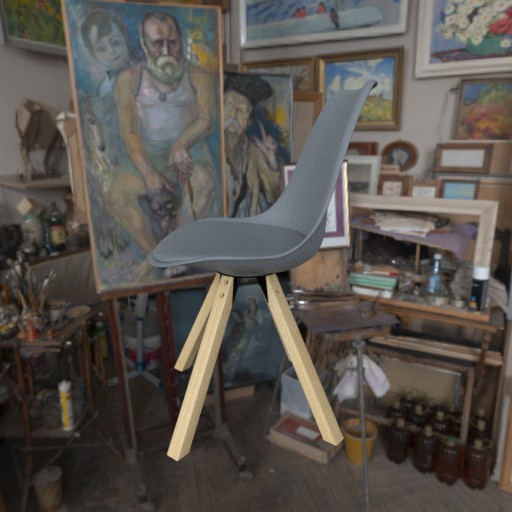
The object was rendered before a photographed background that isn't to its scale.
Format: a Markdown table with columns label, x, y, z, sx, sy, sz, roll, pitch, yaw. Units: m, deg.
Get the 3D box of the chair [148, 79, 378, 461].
| label | x | y | z | sx | sy | sz | roll | pitch | yaw |
| --- | --- | --- | --- | --- | --- | --- | --- | --- | --- |
| chair | 0.000 | 0.000 | 1.163 | 0.549 | 0.850 | 0.485 | -2 | 15 | -8 |
